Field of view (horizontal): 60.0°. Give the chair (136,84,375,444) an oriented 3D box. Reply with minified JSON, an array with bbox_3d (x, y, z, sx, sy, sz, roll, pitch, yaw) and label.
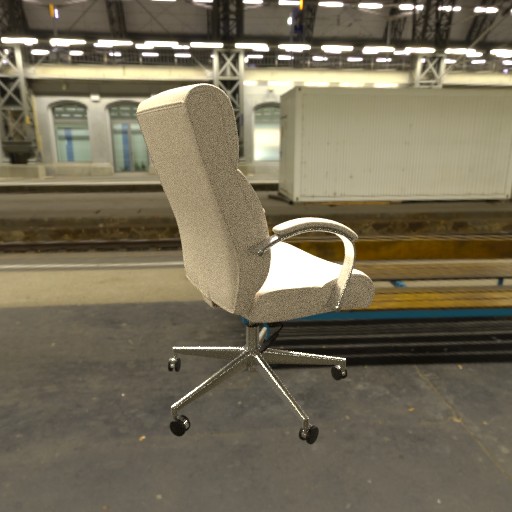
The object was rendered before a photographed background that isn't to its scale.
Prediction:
[{"bbox_3d":[0.000,0.000,1.591,0.745,1.099,0.727,-7,16,-27],"label":"chair"}]
